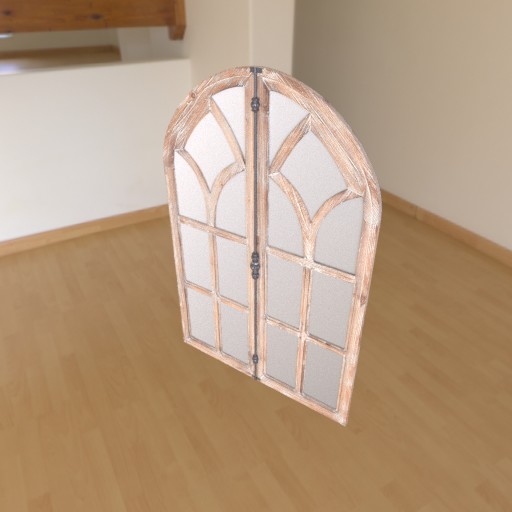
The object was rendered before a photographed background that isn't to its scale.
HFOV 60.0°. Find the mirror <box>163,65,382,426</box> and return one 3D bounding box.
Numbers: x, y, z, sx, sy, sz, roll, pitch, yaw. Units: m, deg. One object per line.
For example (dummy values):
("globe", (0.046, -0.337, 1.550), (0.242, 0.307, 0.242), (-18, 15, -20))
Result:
("mirror", (0.000, 0.000, 1.153), (0.609, 0.915, 0.032), (20, 37, 29))
